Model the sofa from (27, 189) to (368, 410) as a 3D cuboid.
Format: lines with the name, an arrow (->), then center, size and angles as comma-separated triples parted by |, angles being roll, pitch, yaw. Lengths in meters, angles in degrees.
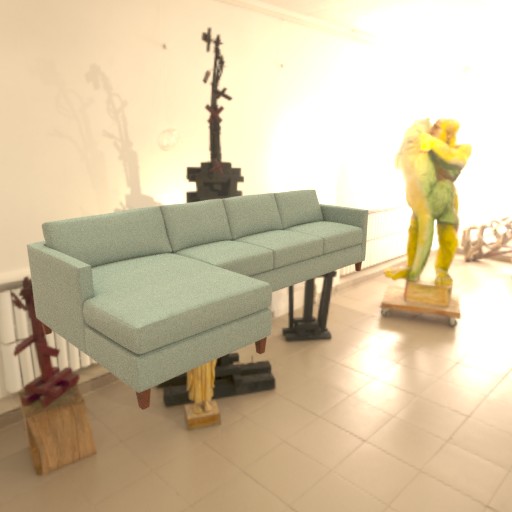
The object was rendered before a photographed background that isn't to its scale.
sofa -> 0.000, 0.000, 4.122 | 1.600, 0.953, 3.470 | 14, 20, 43
